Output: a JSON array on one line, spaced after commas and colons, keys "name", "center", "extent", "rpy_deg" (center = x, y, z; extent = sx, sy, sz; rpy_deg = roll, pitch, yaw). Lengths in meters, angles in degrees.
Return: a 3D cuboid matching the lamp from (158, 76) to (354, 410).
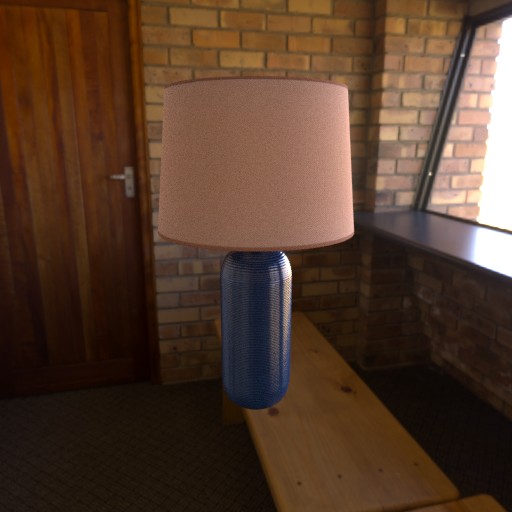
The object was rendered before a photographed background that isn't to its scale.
[{"name": "lamp", "center": [0.000, 0.000, 0.861], "extent": [0.367, 0.609, 0.367], "rpy_deg": [0, 14, 0]}]
